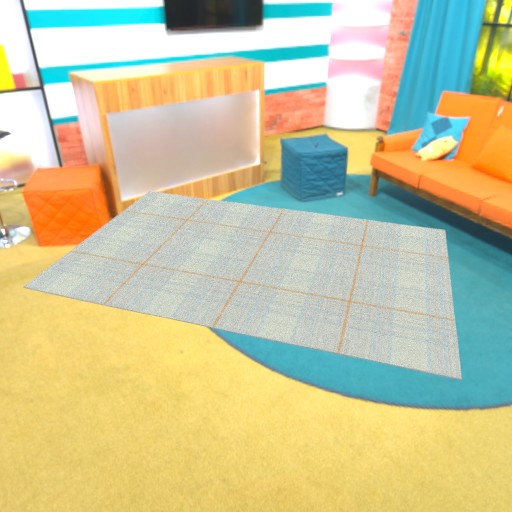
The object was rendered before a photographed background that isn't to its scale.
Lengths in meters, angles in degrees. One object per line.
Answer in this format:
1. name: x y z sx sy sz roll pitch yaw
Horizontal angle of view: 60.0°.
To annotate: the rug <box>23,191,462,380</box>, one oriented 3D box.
1. rug: 0.000 0.000 2.953 2.442 0.016 1.527 9 32 15
